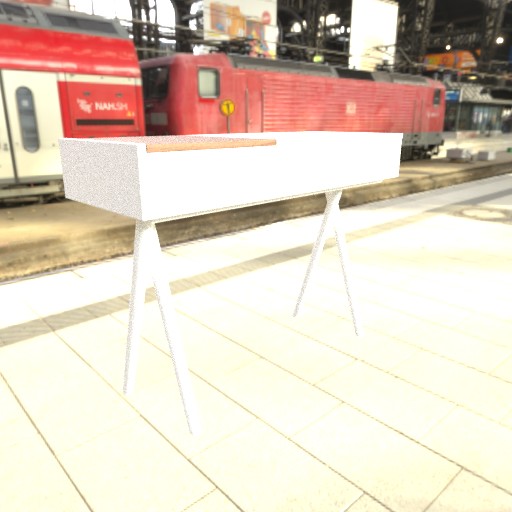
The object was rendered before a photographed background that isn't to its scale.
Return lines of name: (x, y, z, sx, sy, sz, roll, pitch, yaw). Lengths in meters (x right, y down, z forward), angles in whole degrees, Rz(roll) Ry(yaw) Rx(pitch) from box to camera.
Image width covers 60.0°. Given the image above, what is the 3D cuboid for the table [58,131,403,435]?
table: (0.000, 0.000, 1.493, 1.066, 0.785, 0.418, -16, 23, -42)
